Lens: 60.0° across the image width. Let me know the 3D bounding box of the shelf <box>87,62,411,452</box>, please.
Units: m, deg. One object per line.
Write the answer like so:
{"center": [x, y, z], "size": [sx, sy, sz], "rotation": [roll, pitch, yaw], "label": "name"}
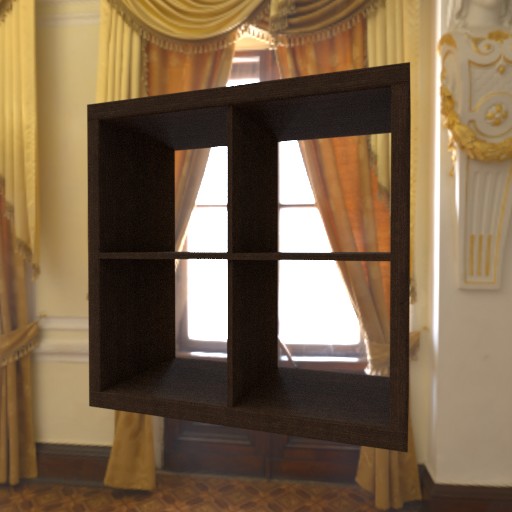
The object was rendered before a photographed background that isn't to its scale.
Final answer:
{"center": [0.000, 0.000, 1.207], "size": [0.790, 0.786, 0.390], "rotation": [0, 1, 19], "label": "shelf"}
